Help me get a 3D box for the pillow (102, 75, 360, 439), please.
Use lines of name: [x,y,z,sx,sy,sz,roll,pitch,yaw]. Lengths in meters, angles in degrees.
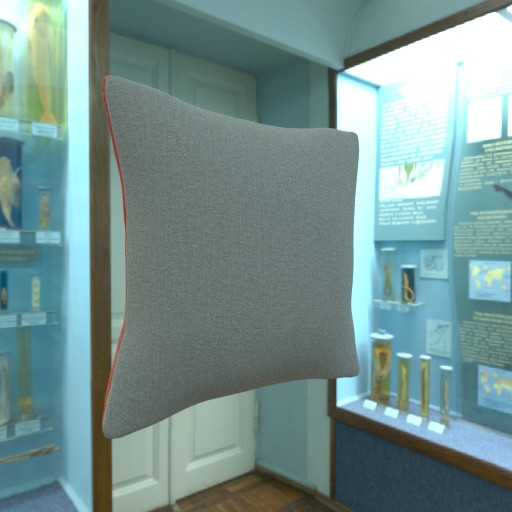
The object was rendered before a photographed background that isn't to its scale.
pillow: [0.000,0.000,0.631,0.437,0.419,0.136,-1,1,-36]
